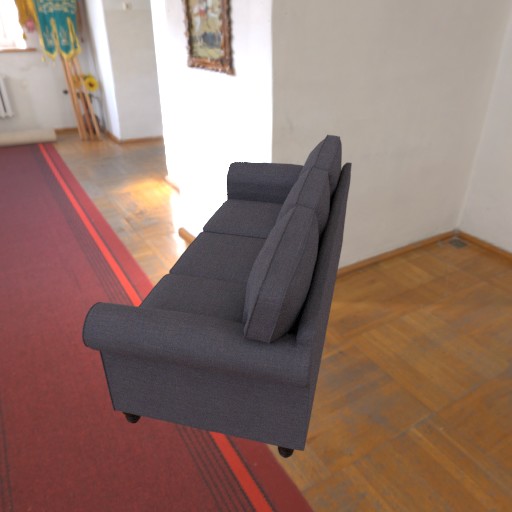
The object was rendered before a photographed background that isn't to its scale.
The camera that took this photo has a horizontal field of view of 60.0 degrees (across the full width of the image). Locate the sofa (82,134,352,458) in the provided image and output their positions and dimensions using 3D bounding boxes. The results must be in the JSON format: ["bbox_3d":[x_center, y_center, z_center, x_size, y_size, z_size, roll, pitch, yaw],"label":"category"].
[{"bbox_3d":[0.000,0.000,2.566,0.909,0.966,2.084,7,31,12],"label":"sofa"}]
